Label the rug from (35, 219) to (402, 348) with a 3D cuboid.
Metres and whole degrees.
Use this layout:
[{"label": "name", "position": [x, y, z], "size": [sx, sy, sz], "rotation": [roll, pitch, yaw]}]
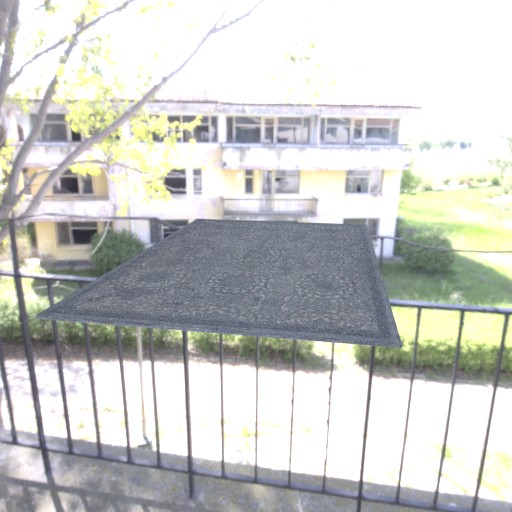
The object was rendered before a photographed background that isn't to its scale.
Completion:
[{"label": "rug", "position": [0.000, 0.000, 2.275], "size": [1.208, 0.012, 1.819], "rotation": [3, 16, 10]}]
